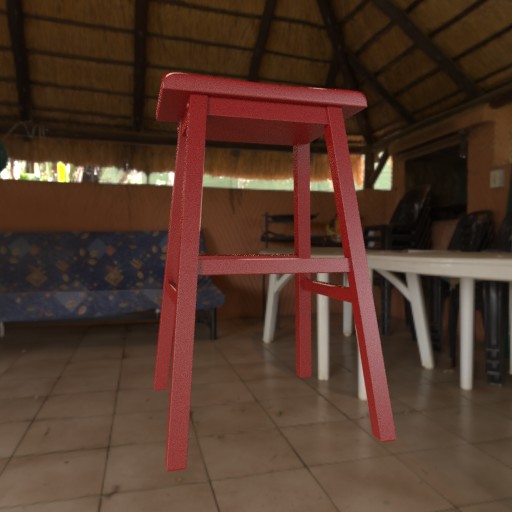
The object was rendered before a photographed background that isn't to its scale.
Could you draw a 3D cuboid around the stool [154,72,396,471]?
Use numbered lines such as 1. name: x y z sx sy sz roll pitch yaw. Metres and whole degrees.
1. stool: 0.000 0.000 1.053 0.457 0.737 0.476 0 2 -16
